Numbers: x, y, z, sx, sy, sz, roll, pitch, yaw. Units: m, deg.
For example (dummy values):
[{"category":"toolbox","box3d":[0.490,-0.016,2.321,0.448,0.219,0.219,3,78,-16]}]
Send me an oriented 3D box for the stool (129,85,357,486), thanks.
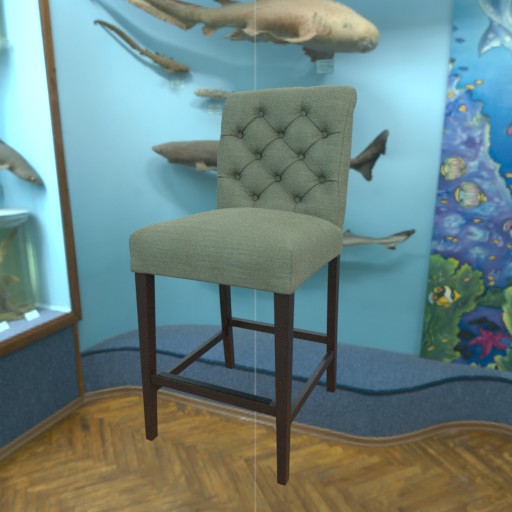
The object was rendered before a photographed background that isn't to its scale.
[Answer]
[{"category":"stool","box3d":[0.000,0.000,1.429,0.486,1.084,0.660,6,15,24]}]
